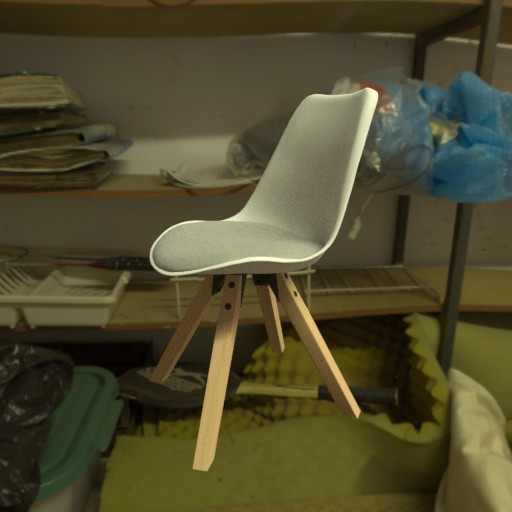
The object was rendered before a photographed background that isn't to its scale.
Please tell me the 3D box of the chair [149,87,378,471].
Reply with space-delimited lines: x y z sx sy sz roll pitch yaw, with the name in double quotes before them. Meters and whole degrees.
"chair" 0.000 0.000 1.190 0.550 0.850 0.485 -8 18 -26
